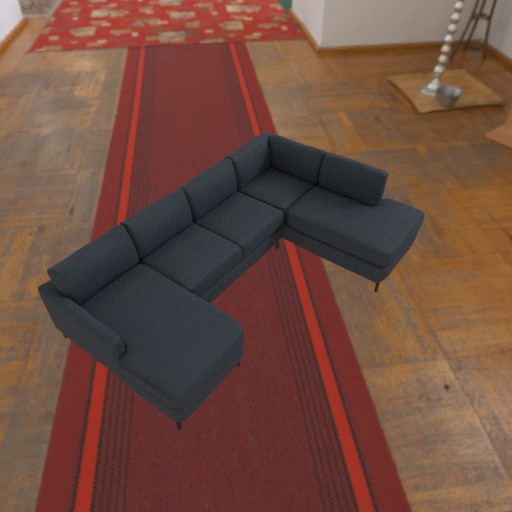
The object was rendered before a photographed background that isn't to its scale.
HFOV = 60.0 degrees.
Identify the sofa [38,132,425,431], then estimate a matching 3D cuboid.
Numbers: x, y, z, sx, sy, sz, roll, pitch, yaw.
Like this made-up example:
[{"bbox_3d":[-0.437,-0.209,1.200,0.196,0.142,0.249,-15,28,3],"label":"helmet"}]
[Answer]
[{"bbox_3d":[0.000,0.000,3.928,1.984,0.858,2.975,27,48,27],"label":"sofa"}]
